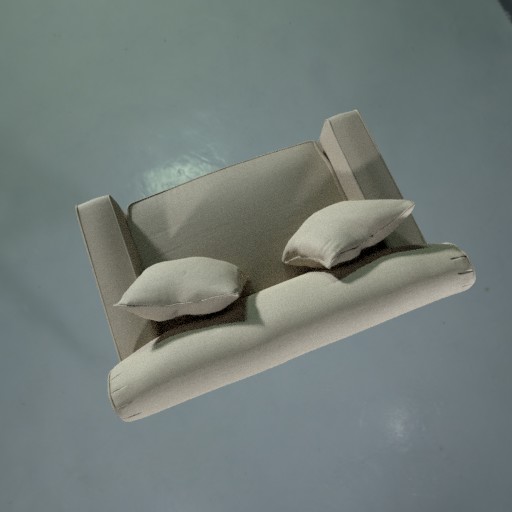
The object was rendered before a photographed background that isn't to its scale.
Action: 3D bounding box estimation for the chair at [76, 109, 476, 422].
[{"bbox_3d":[0.000,0.000,2.056,1.383,0.948,1.000,-20,75,-6],"label":"chair"}]
